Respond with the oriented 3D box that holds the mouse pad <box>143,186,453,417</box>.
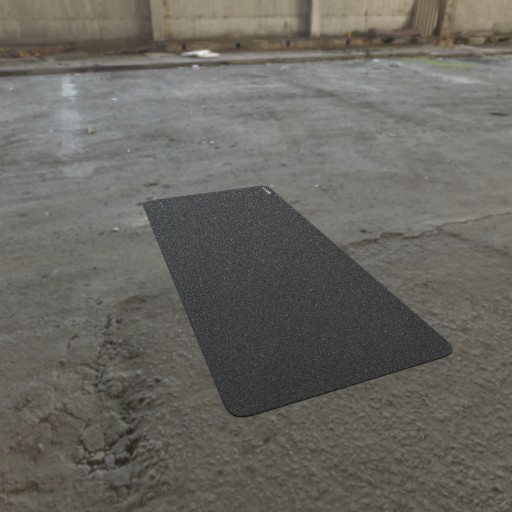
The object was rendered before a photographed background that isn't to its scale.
[{"bbox_3d":[0.000,0.000,1.083,0.424,0.003,0.907,-10,31,-18],"label":"mouse pad"}]
